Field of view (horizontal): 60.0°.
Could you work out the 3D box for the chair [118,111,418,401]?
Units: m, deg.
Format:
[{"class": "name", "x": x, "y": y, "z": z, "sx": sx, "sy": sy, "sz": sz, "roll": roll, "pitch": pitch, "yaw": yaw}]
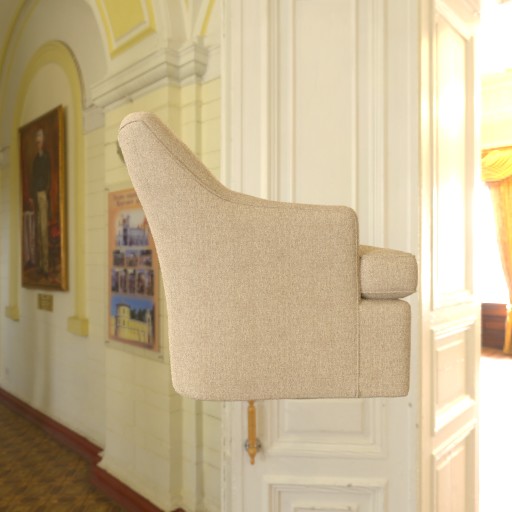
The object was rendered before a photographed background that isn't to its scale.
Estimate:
[{"class": "chair", "x": 0.000, "y": 0.000, "z": 1.620, "sx": 0.923, "sy": 0.856, "sz": 0.864, "roll": 0, "pitch": 0, "yaw": -1}]
